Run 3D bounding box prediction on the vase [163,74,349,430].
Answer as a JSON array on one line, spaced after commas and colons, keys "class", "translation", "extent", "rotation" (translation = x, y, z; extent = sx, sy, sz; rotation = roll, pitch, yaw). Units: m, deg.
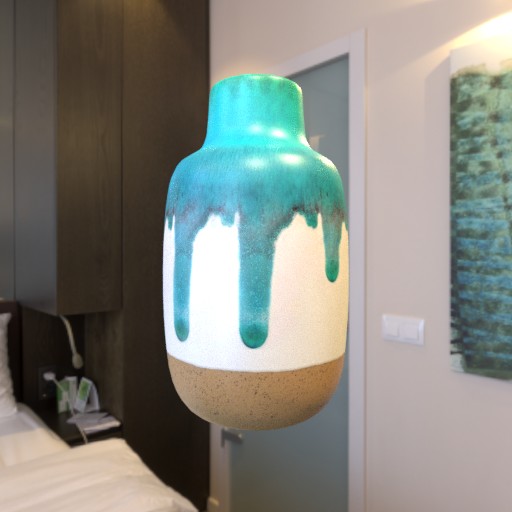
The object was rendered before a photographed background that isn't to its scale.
[{"class": "vase", "translation": [0.000, 0.000, 0.258], "extent": [0.106, 0.192, 0.106], "rotation": [0, 1, 0]}]
